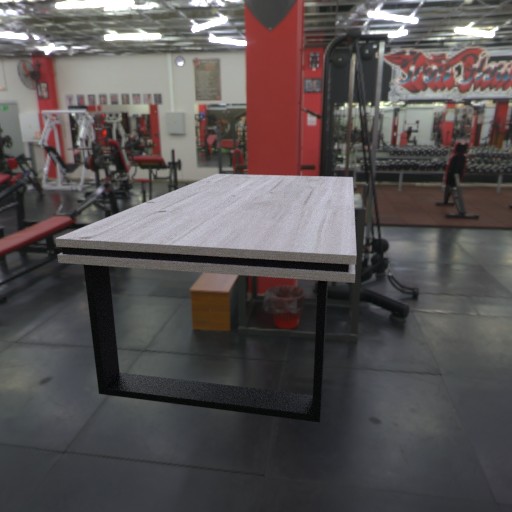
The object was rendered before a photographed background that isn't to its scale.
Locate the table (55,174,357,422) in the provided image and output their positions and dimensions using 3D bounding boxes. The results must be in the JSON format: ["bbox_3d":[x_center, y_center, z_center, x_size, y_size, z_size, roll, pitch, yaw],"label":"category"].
[{"bbox_3d":[0.000,0.000,1.684,0.700,0.450,1.350,3,17,11],"label":"table"}]
